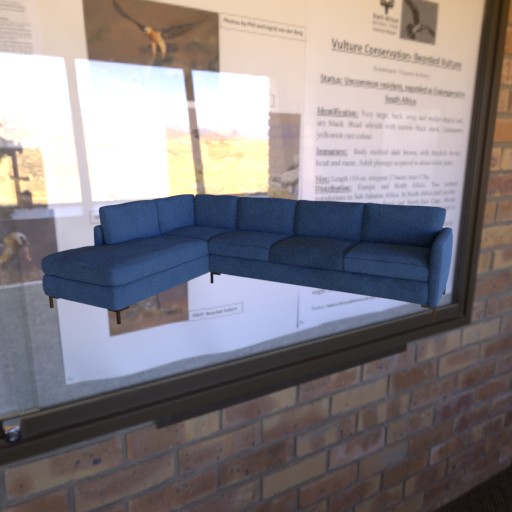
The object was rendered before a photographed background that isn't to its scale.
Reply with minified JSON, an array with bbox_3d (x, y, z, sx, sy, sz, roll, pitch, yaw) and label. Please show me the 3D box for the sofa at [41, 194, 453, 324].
[{"bbox_3d":[0.000,0.000,3.776,2.949,0.815,2.007,7,15,27],"label":"sofa"}]
